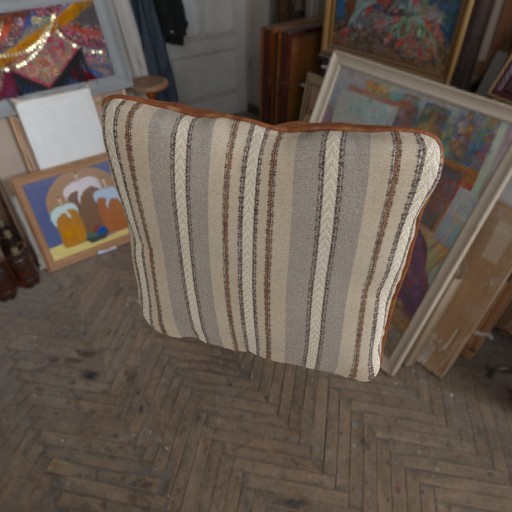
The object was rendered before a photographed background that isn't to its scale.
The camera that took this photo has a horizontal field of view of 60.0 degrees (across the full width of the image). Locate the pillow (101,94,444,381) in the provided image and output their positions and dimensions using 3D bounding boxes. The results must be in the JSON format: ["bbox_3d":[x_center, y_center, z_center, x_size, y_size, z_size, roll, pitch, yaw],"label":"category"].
[{"bbox_3d":[0.000,0.000,0.736,0.489,0.490,0.130,11,41,13],"label":"pillow"}]
